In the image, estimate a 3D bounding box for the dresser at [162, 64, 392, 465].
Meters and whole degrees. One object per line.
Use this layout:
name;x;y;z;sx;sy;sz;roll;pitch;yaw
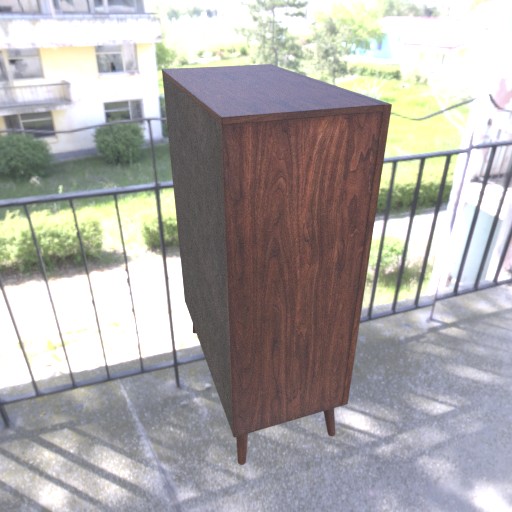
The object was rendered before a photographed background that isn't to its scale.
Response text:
dresser;0.000;0.000;1.854;0.498;1.365;0.919;-10;31;-17
